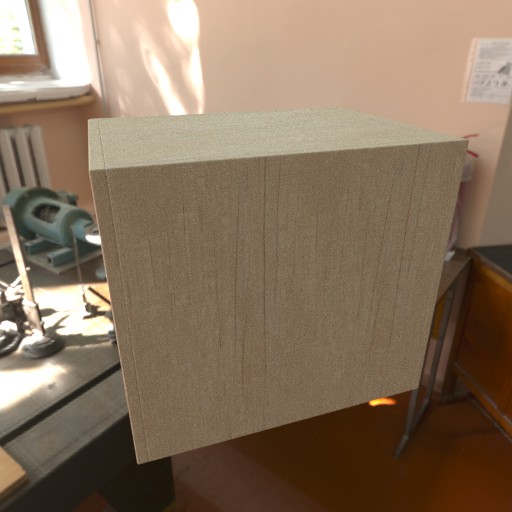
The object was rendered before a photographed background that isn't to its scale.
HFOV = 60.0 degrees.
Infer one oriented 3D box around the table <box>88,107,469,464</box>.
[{"bbox_3d":[0.000,0.000,0.906,0.570,0.510,0.420,-9,27,-17],"label":"table"}]
